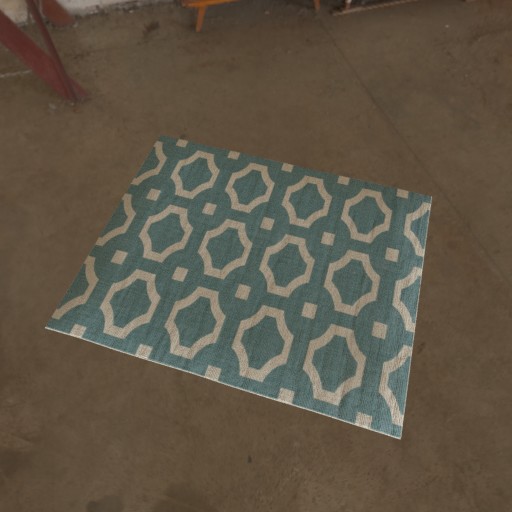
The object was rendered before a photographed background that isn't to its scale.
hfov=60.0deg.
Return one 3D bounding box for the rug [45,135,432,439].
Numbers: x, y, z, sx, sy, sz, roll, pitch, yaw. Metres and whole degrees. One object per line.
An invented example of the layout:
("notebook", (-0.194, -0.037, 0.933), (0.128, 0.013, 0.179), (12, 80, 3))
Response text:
("rug", (0.000, 0.000, 4.201), (3.049, 0.021, 2.466), (15, 59, 9))
